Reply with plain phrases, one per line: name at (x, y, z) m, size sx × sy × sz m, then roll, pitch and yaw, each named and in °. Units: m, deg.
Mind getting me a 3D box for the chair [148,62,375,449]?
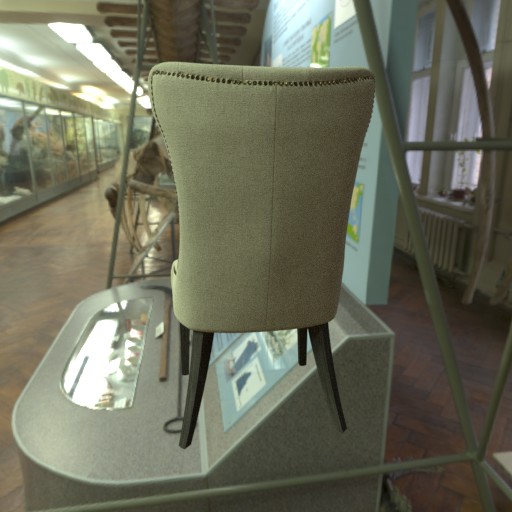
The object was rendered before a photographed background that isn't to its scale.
chair at (0.000, 0.000, 1.400) m, size 0.584 × 1.065 × 0.590 m, roll -2°, pitch 15°, yaw -9°
